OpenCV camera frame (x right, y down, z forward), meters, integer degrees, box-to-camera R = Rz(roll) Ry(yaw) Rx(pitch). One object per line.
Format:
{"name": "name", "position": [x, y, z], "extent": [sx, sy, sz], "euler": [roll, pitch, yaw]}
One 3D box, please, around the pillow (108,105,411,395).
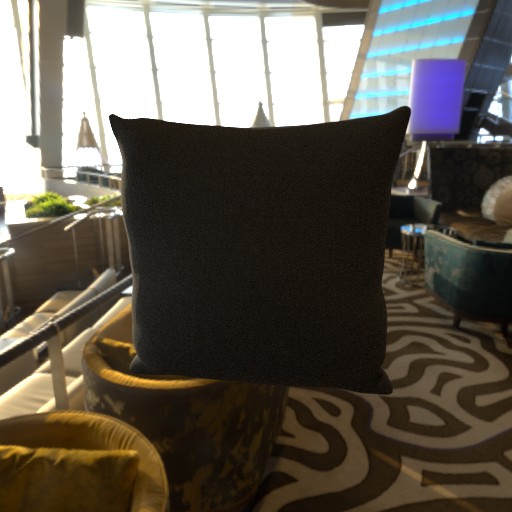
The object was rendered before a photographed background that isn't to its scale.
{"name": "pillow", "position": [0.000, 0.000, 0.779], "extent": [0.503, 0.496, 0.208], "euler": [2, 15, 9]}
